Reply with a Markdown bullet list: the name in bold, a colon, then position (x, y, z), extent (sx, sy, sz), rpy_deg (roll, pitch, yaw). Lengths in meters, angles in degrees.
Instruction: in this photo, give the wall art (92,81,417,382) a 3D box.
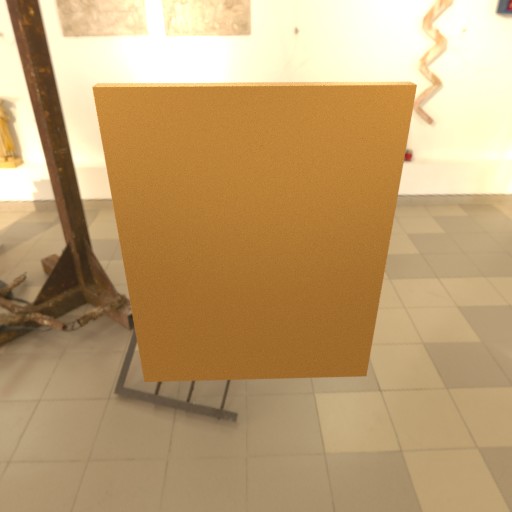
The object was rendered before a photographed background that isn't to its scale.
- **wall art**: position (0.000, 0.000, 1.039), extent (0.610, 0.762, 0.038), rpy_deg (-1, 30, -2)
